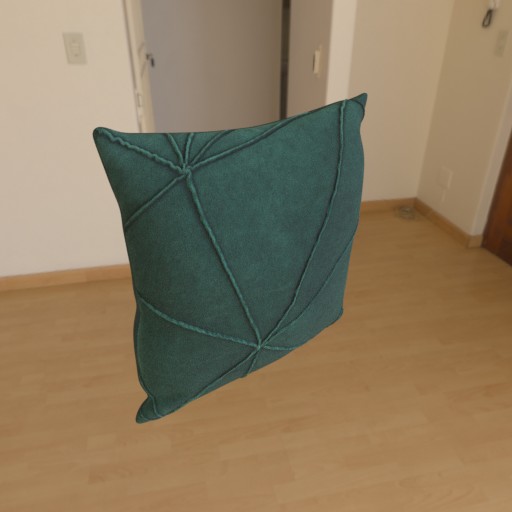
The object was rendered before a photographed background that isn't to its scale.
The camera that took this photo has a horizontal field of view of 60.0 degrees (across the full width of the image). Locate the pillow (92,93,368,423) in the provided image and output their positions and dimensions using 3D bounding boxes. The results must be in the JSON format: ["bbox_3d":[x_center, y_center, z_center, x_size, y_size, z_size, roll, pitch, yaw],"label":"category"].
[{"bbox_3d":[0.000,0.000,0.670,0.439,0.440,0.184,-21,35,-32],"label":"pillow"}]
